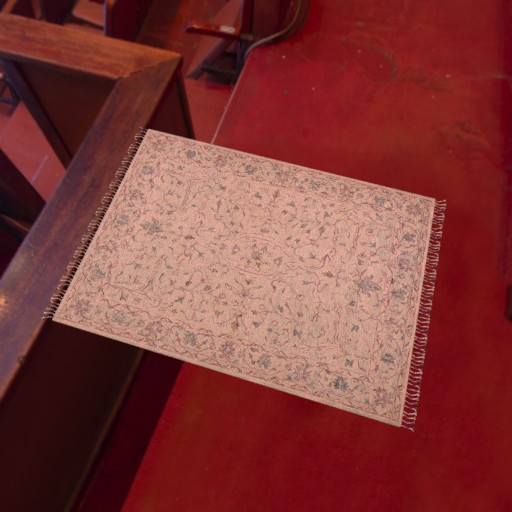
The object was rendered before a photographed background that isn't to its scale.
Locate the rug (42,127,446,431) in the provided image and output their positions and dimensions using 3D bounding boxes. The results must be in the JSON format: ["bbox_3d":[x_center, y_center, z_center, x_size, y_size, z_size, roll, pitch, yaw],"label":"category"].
[{"bbox_3d":[0.000,0.000,2.280,1.802,0.008,1.247,15,66,7],"label":"rug"}]
